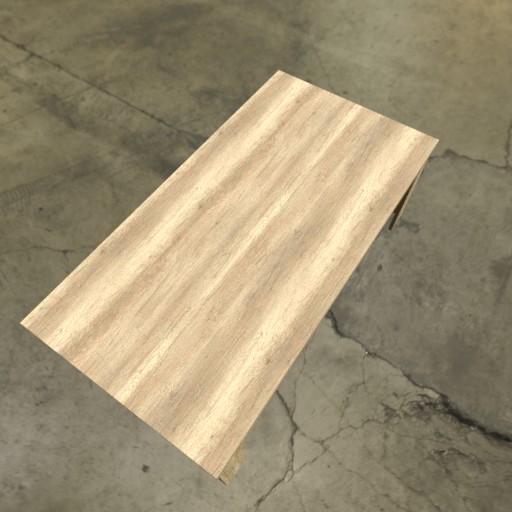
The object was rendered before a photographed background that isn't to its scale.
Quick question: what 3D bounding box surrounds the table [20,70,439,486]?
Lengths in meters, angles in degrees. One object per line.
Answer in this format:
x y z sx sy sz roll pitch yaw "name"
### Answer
0.000 0.000 1.639 0.700 0.460 1.350 31 64 17 "table"
